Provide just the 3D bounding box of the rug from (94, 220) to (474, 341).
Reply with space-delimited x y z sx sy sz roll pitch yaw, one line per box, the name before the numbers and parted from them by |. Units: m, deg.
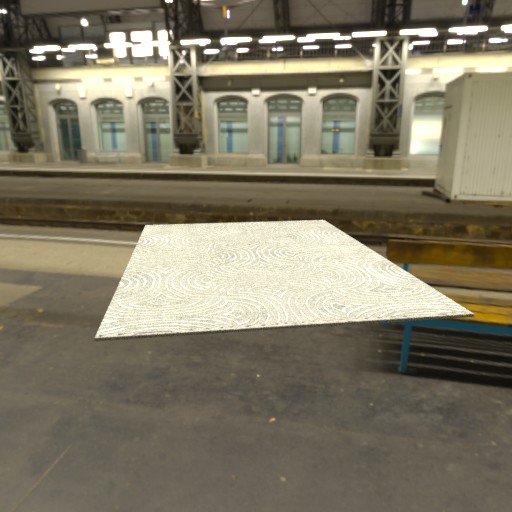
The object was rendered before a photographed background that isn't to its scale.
rug | 0.000 0.000 2.781 1.543 0.015 2.144 -2 16 -8
